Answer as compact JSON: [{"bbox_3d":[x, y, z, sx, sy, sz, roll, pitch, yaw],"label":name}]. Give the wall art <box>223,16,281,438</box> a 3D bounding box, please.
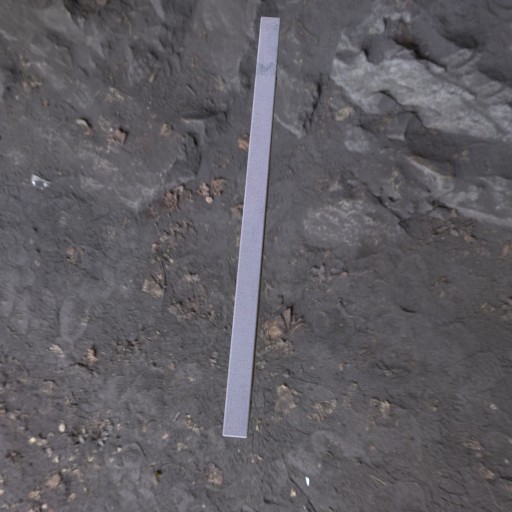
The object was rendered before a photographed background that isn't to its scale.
[{"bbox_3d":[0.000,0.000,1.131,0.041,0.762,0.762,4,76,1],"label":"wall art"}]
